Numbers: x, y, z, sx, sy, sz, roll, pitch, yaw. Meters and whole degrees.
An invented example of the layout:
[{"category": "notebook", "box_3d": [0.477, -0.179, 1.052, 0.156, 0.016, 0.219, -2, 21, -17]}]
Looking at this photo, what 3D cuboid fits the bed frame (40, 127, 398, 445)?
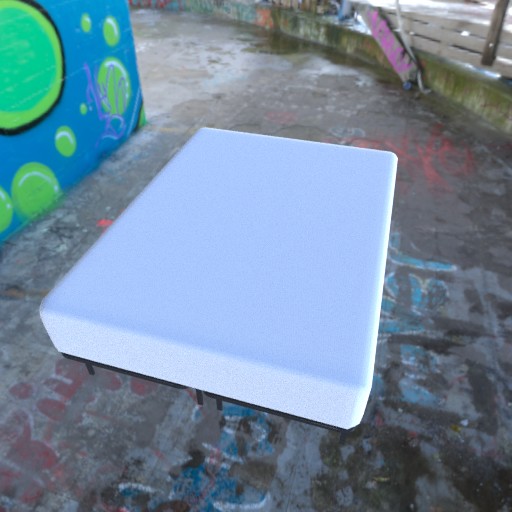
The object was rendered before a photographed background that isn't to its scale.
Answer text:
[{"category": "bed frame", "box_3d": [0.000, 0.000, 2.796, 1.528, 0.677, 2.037, 11, 42, 13]}]
